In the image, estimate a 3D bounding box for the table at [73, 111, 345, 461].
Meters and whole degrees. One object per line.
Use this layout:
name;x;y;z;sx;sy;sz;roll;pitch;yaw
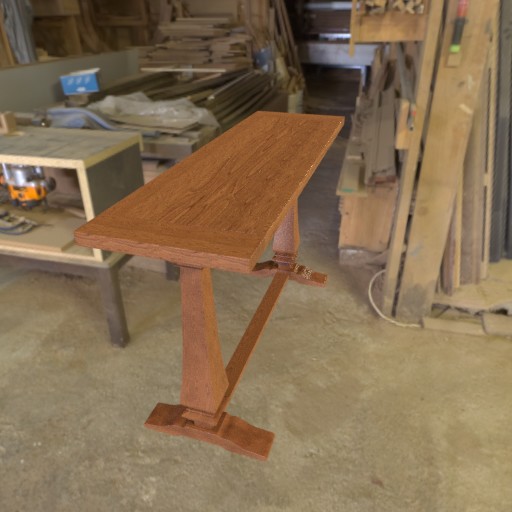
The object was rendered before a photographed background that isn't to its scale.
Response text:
table;0.000;0.000;1.829;0.461;0.852;1.478;9;31;15
